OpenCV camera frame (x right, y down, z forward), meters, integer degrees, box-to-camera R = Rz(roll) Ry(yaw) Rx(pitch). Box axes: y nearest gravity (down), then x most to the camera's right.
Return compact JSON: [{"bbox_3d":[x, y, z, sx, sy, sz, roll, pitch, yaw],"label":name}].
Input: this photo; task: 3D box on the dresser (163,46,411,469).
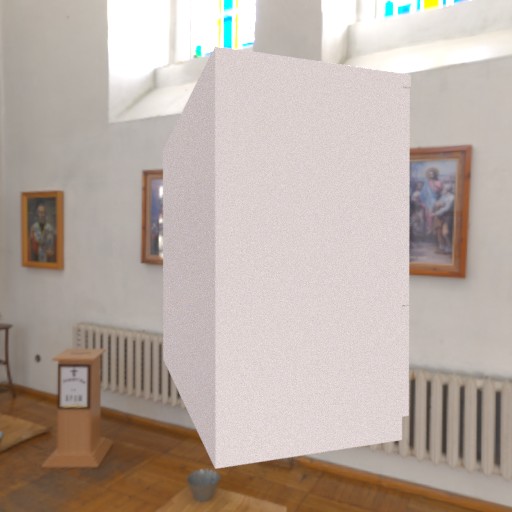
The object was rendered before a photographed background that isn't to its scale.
[{"bbox_3d":[0.000,0.000,1.234,0.420,0.740,0.830,0,1,-18],"label":"dresser"}]
